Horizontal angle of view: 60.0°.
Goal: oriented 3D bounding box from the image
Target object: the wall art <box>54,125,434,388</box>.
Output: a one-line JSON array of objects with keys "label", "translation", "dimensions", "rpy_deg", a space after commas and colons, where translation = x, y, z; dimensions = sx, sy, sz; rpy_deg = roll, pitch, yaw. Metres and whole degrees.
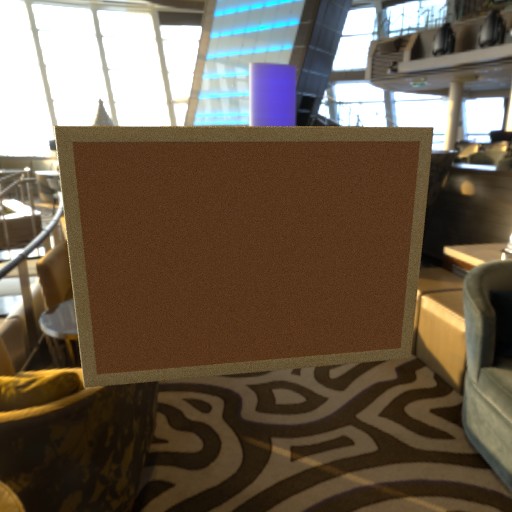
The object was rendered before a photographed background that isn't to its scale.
[{"label": "wall art", "translation": [0.000, 0.000, 0.679], "dimensions": [0.533, 0.381, 0.032], "rpy_deg": [-3, 16, -10]}]
